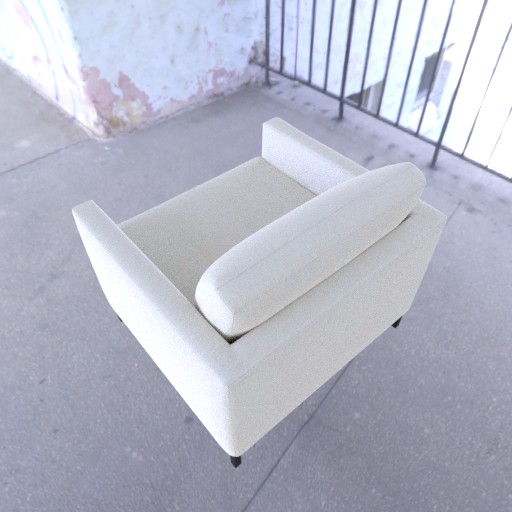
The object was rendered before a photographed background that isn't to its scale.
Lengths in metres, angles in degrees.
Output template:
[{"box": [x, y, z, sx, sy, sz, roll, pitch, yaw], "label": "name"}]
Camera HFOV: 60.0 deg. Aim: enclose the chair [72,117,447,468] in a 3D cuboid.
[{"box": [0.000, 0.000, 1.628, 0.964, 0.806, 0.875, -32, 54, -27], "label": "chair"}]
